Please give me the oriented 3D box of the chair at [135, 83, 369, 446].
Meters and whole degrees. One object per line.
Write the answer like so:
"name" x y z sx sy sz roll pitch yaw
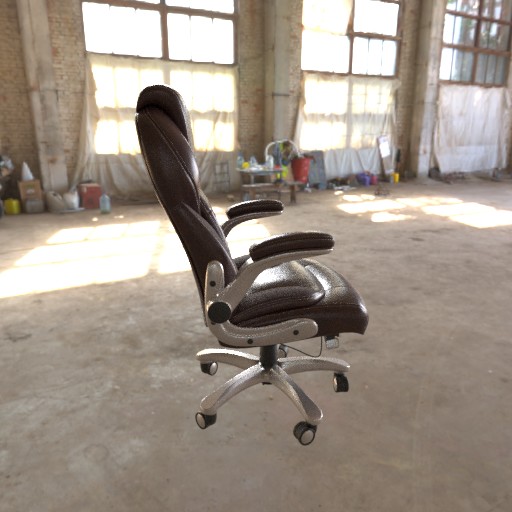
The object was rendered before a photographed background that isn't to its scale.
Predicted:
"chair" 0.000 0.000 1.637 0.774 1.160 0.733 -3 16 -9
